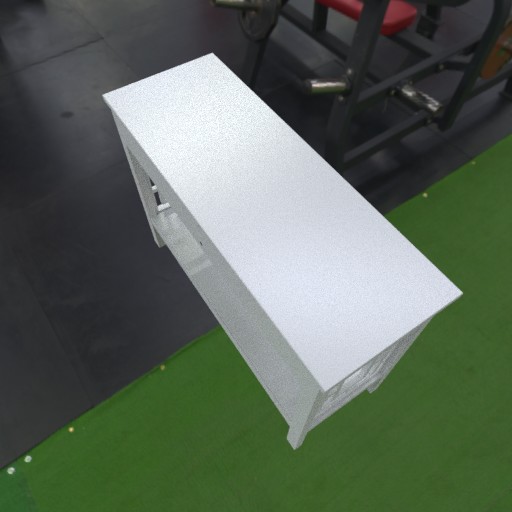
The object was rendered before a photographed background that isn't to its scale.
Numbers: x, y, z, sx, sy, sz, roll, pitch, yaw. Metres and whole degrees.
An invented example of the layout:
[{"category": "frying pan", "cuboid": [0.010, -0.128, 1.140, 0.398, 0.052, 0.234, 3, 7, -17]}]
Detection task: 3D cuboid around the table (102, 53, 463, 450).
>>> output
[{"category": "table", "cuboid": [0.000, 0.000, 1.467, 0.397, 0.753, 1.068, -29, 62, -18]}]
